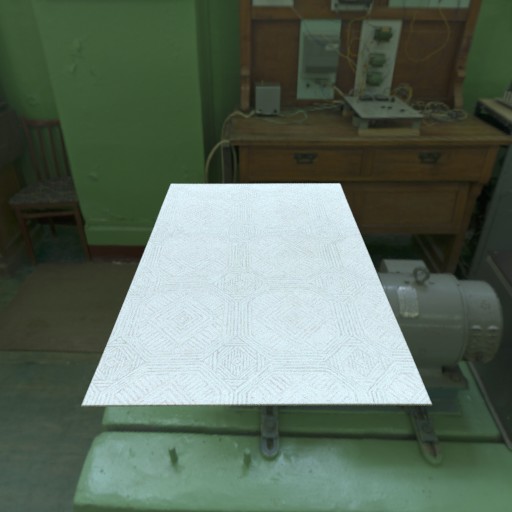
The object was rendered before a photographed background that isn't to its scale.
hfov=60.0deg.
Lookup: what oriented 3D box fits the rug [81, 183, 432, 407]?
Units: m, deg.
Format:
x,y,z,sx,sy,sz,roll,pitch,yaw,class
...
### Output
x,y,z,sx,sy,sz,roll,pitch,yaw,class
0.000,0.000,2.954,1.524,0.008,2.440,0,32,0,rug
